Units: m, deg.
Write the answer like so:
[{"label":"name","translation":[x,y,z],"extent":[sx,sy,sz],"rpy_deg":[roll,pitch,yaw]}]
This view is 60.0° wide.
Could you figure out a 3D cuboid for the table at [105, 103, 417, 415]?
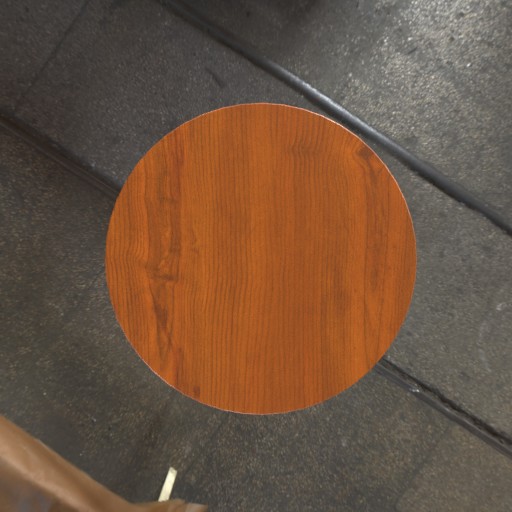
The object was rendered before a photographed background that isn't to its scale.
[{"label":"table","translation":[0.000,0.000,0.952],"extent":[0.457,0.610,0.457],"rpy_deg":[0,91,-2]}]
